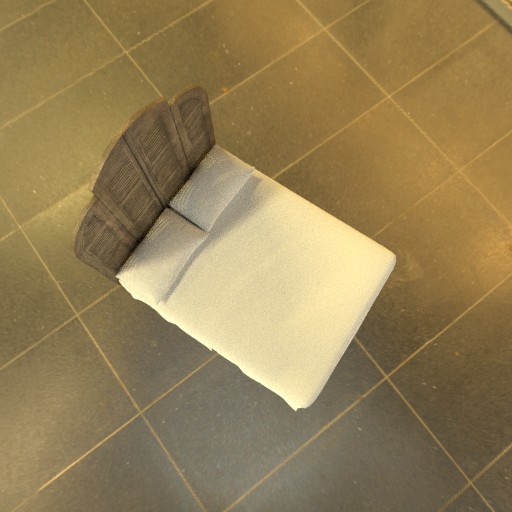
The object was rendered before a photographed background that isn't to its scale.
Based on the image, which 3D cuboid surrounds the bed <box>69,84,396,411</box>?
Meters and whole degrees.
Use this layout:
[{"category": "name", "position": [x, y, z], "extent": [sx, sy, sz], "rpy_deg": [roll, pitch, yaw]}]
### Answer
[{"category": "bed", "position": [0.000, 0.000, 3.622], "extent": [2.138, 2.019, 1.713], "rpy_deg": [32, 78, 8]}]
